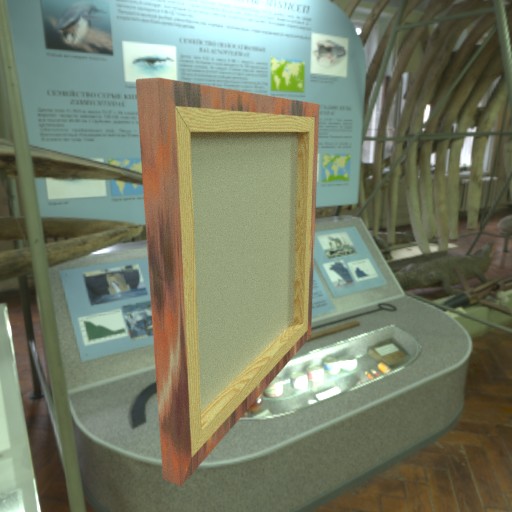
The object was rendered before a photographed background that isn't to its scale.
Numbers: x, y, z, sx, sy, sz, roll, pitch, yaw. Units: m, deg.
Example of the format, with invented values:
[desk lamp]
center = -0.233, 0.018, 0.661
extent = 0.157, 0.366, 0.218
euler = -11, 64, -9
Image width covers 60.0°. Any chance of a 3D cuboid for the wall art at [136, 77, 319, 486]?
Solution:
[wall art]
center = 0.000, 0.000, 0.890
extent = 0.037, 0.609, 0.603
euler = 8, 17, 26
